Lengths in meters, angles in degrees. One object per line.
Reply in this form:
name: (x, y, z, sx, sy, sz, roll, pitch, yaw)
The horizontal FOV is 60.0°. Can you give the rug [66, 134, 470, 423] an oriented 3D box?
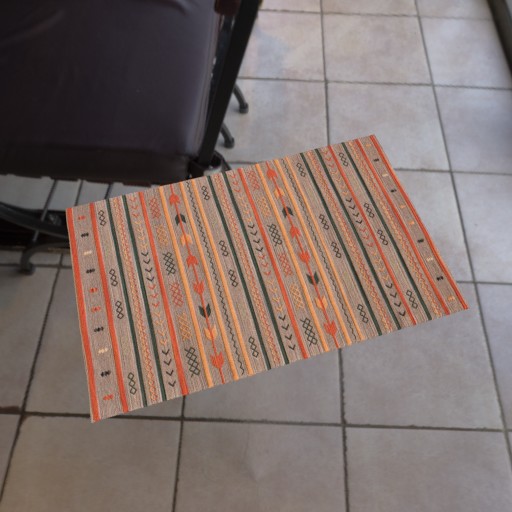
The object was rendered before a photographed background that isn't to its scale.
rug: (0.000, 0.000, 3.043, 2.439, 0.029, 1.537, -15, 64, -7)
